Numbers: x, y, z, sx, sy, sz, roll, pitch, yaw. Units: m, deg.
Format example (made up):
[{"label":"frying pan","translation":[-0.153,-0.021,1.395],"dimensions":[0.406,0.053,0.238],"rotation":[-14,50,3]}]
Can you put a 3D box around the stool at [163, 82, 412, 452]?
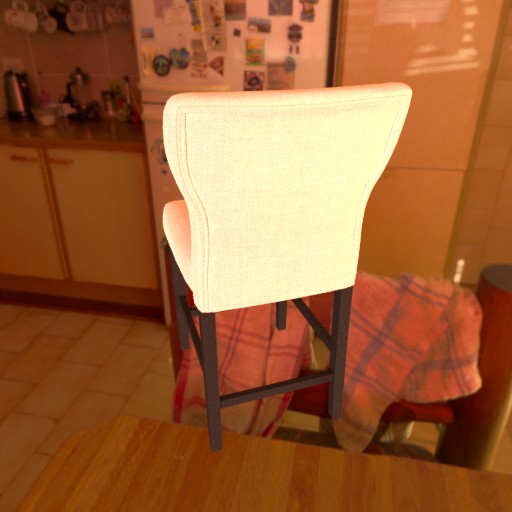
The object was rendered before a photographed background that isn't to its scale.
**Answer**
[{"label":"stool","translation":[0.000,0.000,1.281],"dimensions":[0.514,0.972,0.603],"rotation":[-9,28,-16]}]
